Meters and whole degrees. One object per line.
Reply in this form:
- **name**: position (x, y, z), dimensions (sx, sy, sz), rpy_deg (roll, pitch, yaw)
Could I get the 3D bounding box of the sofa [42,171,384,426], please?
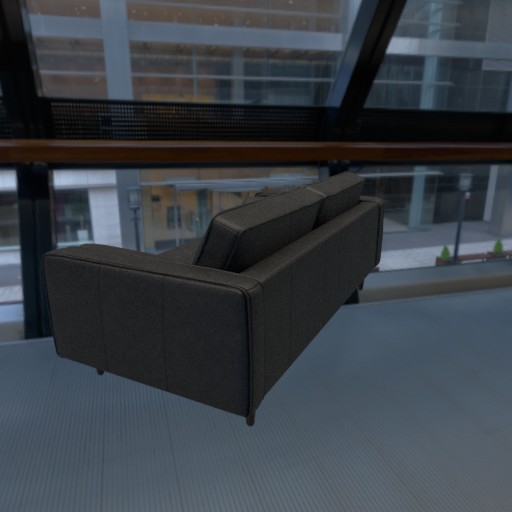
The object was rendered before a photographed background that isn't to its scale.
- **sofa**: position (0.000, 0.000, 2.308), dimensions (0.921, 0.770, 1.879), rpy_deg (8, 18, 26)
